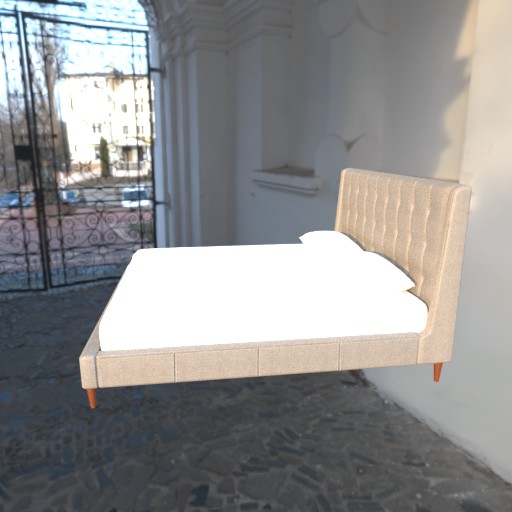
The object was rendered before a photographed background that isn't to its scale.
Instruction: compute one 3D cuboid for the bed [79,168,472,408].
[{"bbox_3d":[0.000,0.000,3.597,2.342,1.289,2.062,-2,14,-8],"label":"bed"}]
